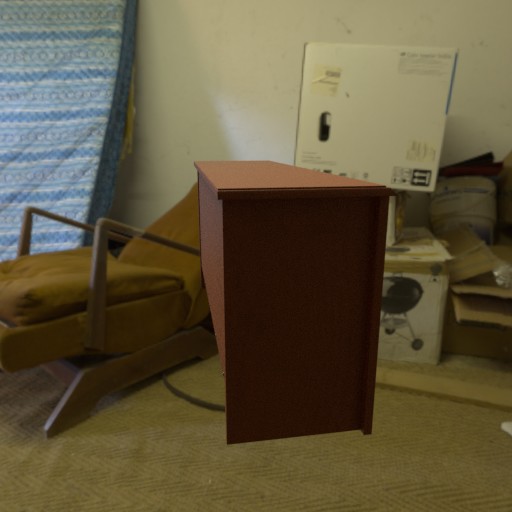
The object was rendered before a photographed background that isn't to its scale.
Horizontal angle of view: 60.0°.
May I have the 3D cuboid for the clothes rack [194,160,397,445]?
[{"bbox_3d":[0.000,0.000,1.533,0.362,0.594,1.251,-2,15,-9],"label":"clothes rack"}]
